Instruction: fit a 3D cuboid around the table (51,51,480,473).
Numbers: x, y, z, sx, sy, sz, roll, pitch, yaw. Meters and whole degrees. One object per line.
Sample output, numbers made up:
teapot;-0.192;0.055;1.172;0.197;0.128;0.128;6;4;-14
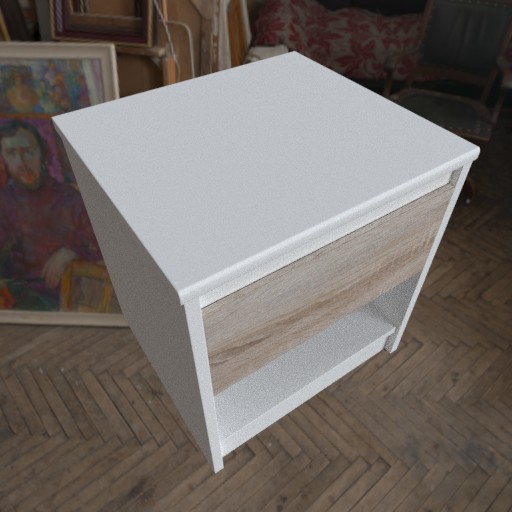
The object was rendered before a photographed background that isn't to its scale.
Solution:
table;0.000;0.000;0.742;0.420;0.460;0.380;-26;51;-23
